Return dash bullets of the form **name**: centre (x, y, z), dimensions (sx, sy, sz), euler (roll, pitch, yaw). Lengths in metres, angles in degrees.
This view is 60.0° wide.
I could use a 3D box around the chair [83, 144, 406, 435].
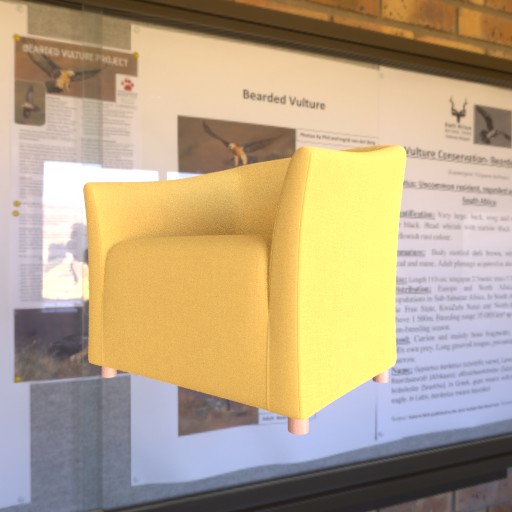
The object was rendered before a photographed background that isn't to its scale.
- **chair**: centre (0.000, 0.000, 1.355), dimensions (0.790, 0.720, 0.700), euler (1, 1, 37)
